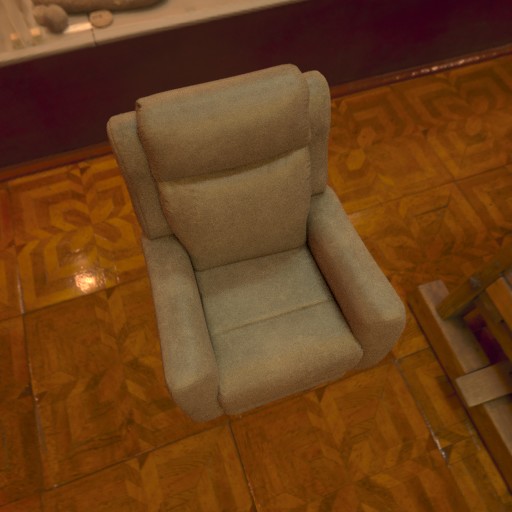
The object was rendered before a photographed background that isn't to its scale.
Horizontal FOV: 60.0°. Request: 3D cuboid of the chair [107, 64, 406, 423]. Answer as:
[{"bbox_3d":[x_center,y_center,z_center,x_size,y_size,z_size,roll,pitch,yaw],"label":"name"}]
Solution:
[{"bbox_3d":[0.000,0.000,1.911,0.965,1.116,1.068,-16,64,-8],"label":"chair"}]
